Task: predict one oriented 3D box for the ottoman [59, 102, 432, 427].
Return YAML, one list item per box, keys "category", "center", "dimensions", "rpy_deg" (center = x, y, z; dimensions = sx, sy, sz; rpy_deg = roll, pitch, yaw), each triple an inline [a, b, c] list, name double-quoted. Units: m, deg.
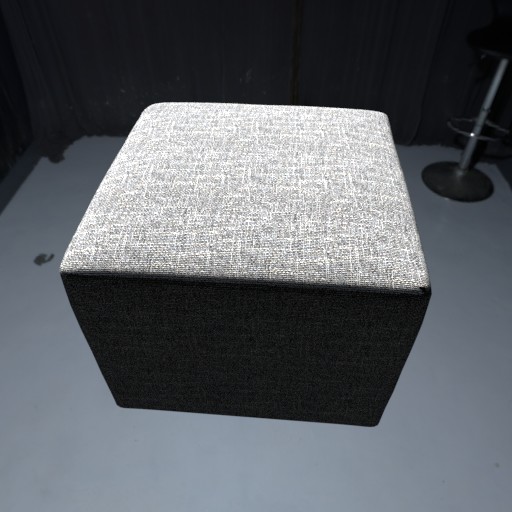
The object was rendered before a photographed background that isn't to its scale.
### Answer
- category: "ottoman"
  center: [0.000, 0.000, 0.895]
  dimensions: [0.521, 0.453, 0.512]
  rpy_deg: [3, 45, 3]
